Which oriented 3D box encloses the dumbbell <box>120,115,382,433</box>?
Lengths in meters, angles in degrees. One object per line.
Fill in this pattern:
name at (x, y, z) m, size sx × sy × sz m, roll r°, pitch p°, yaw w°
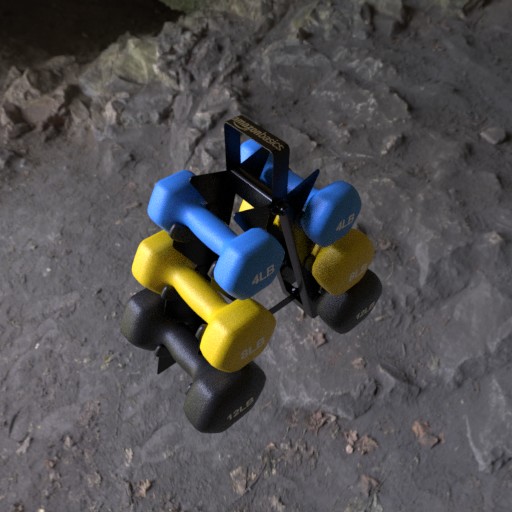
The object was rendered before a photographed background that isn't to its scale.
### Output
dumbbell at (0.000, 0.000, 0.677) m, size 0.409 × 0.426 × 0.255 m, roll -31°, pitch 54°, yaw -26°
